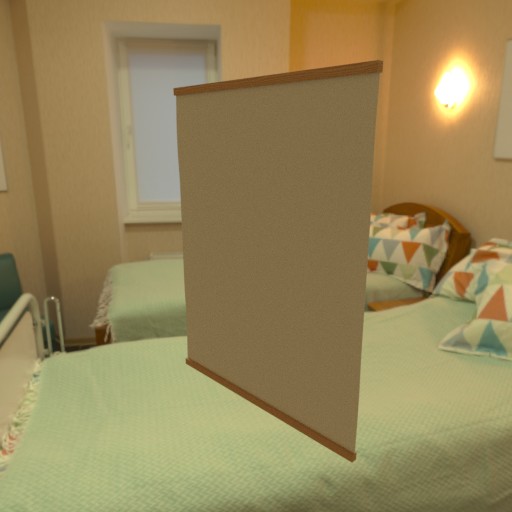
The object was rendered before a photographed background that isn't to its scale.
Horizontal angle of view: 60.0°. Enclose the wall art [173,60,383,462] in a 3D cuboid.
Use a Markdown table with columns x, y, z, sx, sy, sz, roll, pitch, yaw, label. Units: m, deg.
| x | y | z | sx | sy | sz | roll | pitch | yaw | label |
| --- | --- | --- | --- | --- | --- | --- | --- | --- | --- |
| 0.000 | 0.000 | 0.804 | 0.011 | 0.605 | 0.458 | -14 | 20 | -42 | wall art |
